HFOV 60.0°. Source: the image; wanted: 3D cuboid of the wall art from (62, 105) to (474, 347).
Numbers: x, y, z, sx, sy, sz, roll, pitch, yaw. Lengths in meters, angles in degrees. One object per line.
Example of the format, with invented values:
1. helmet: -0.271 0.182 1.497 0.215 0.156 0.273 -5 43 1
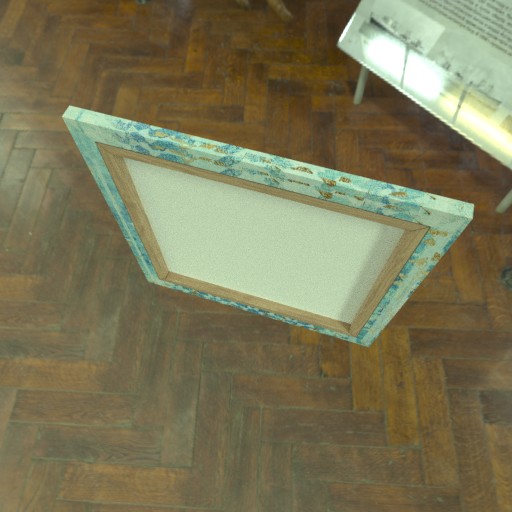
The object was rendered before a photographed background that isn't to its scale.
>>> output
1. wall art: 0.000 0.000 1.359 0.916 0.916 0.040 16 64 8
